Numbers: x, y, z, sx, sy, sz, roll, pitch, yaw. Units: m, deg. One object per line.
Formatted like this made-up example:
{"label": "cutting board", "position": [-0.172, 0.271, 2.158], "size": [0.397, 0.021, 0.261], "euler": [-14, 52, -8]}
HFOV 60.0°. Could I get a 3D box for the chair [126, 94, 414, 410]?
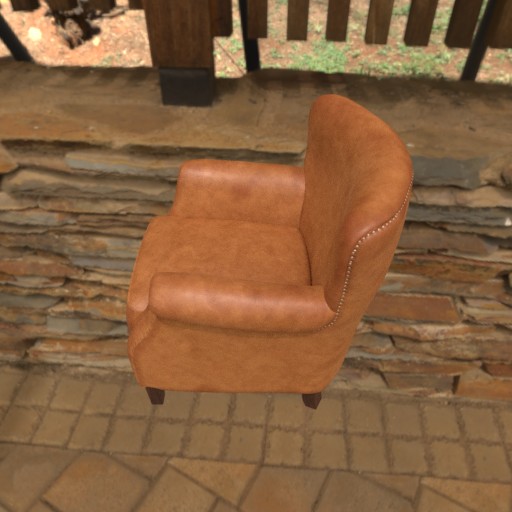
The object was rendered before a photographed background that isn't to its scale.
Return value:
{"label": "chair", "position": [0.000, 0.000, 1.642], "size": [0.921, 0.936, 0.861], "euler": [0, 41, 0]}
